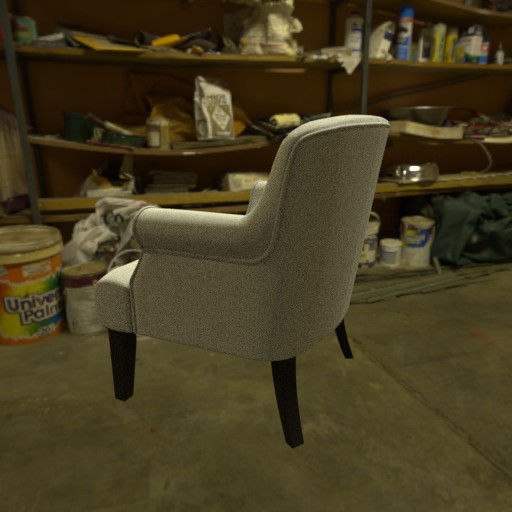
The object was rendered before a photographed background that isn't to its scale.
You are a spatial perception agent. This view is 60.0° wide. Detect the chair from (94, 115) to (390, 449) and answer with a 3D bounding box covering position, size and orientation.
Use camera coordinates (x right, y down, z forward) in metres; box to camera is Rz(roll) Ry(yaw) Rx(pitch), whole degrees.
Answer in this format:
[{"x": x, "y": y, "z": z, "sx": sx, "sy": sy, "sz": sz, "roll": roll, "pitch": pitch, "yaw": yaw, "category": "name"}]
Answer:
[{"x": 0.000, "y": 0.000, "z": 1.457, "sx": 0.750, "sy": 0.875, "sz": 0.781, "roll": 8, "pitch": 18, "yaw": 26, "category": "chair"}]
